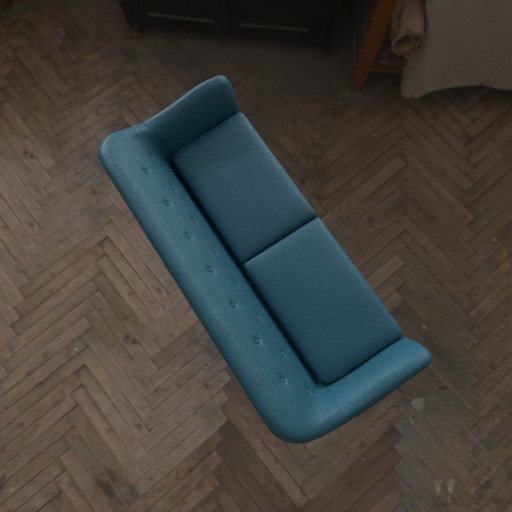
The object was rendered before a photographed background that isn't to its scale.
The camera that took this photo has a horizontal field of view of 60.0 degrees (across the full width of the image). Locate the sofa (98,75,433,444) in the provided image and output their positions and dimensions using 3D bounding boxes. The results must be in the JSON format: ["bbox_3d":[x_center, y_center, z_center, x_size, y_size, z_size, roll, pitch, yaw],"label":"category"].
[{"bbox_3d":[0.000,0.000,2.348,0.820,0.836,1.840,-33,78,-8],"label":"sofa"}]
